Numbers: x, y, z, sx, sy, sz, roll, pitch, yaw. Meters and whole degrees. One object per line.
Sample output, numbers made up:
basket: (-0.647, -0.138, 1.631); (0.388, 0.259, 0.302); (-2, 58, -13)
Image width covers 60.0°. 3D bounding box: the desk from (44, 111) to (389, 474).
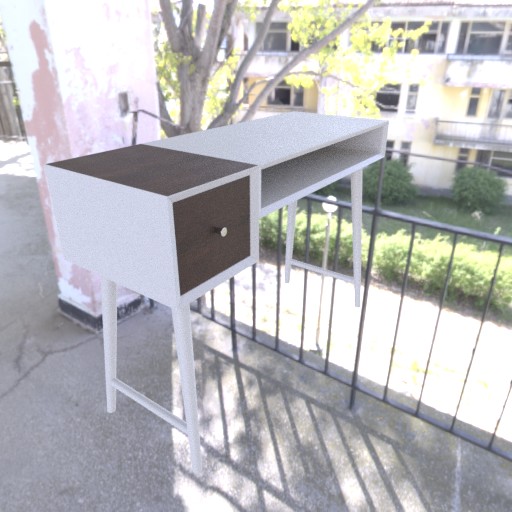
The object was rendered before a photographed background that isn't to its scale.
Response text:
desk: (0.000, 0.000, 1.450); (0.409, 0.761, 1.069); (18, 31, 32)
